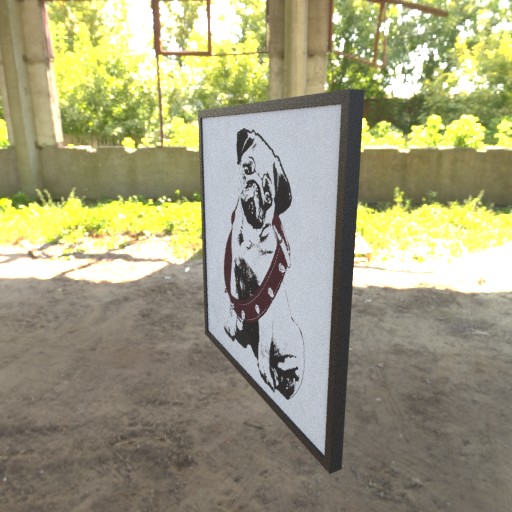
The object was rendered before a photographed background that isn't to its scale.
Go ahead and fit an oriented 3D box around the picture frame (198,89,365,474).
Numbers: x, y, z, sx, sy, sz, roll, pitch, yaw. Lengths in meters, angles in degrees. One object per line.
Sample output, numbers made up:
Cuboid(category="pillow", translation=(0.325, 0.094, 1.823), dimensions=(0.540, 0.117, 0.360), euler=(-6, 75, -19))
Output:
Cuboid(category="picture frame", translation=(0.000, 0.000, 1.188), dimensions=(0.032, 0.775, 0.775), euler=(-7, 17, -25))
